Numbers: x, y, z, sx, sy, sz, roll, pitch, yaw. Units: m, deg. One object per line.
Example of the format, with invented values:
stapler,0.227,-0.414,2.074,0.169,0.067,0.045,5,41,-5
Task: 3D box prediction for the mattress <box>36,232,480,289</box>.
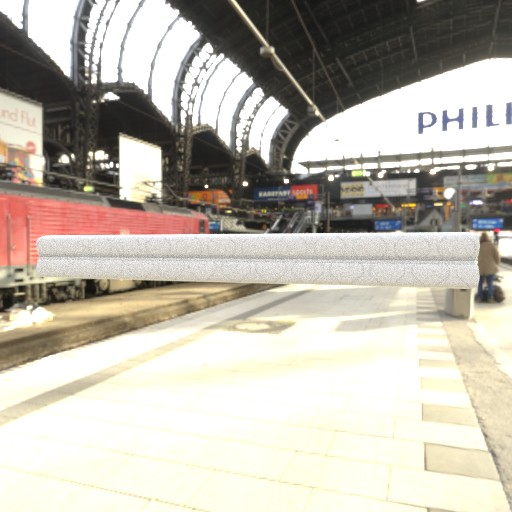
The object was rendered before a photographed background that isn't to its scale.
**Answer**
mattress,0.000,0.000,2.235,1.900,0.200,0.900,0,1,18
